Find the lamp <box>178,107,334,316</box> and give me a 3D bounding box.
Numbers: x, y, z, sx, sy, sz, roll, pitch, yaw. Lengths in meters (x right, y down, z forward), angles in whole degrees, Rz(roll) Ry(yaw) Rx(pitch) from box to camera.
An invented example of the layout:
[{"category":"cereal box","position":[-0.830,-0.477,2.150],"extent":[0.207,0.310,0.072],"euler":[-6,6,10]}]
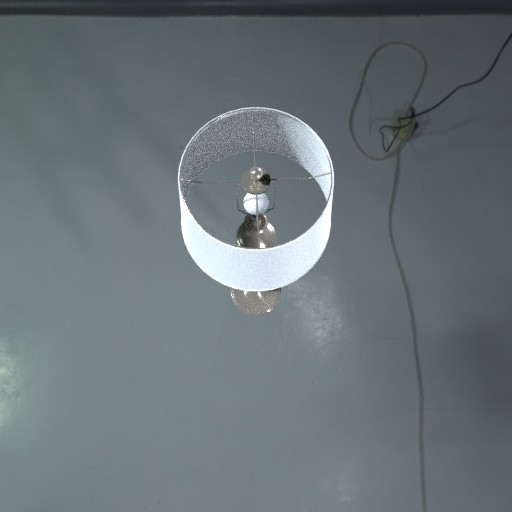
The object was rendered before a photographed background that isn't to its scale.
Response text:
[{"category":"lamp","position":[0.000,0.000,1.699],"extent":[0.431,1.488,0.431],"euler":[0,75,0]}]
